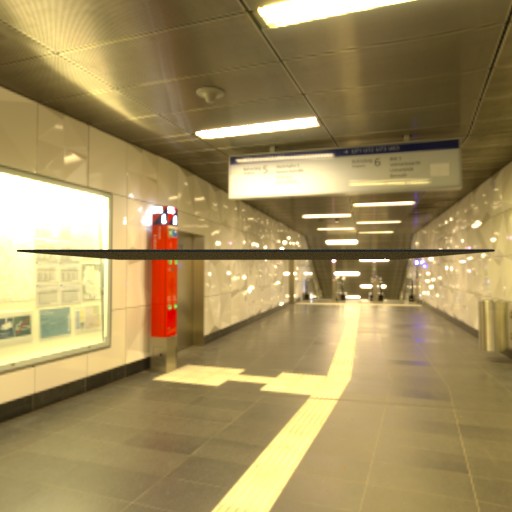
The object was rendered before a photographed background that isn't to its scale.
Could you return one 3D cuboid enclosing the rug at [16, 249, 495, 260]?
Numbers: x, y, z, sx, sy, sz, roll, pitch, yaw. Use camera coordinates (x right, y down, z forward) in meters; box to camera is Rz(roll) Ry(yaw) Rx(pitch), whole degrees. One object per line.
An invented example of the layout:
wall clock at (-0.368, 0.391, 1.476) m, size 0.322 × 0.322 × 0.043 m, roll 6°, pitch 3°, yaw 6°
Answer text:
rug at (0.000, 0.000, 2.294) m, size 1.829 × 0.010 × 1.219 m, roll 0°, pitch -2°, yaw 1°
